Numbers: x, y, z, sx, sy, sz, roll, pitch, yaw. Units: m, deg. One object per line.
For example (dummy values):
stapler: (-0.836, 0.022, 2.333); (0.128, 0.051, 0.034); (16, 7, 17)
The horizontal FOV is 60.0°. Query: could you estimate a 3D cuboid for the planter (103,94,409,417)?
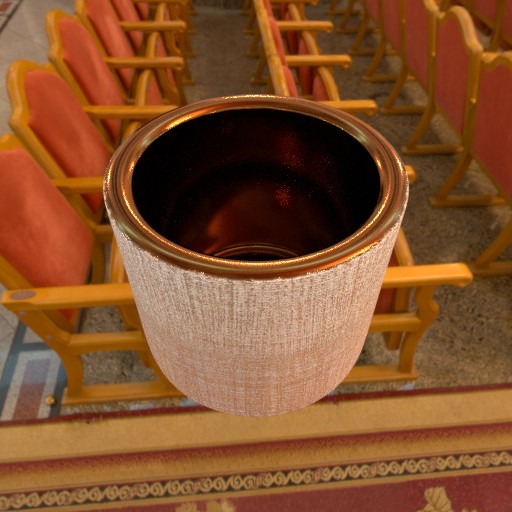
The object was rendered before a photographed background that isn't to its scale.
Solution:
planter: (0.000, 0.000, 0.315); (0.177, 0.157, 0.177); (0, 47, 0)
